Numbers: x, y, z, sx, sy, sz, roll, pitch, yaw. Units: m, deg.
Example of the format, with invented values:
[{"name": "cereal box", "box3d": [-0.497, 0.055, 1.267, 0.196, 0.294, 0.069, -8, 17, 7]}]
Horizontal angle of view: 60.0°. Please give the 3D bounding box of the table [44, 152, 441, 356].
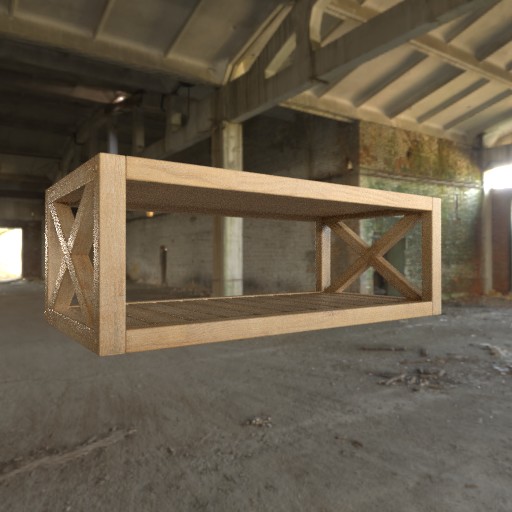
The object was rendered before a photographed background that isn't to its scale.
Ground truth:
[{"name": "table", "box3d": [0.000, 0.000, 1.630, 1.321, 0.457, 0.660, 0, 0, -35]}]
